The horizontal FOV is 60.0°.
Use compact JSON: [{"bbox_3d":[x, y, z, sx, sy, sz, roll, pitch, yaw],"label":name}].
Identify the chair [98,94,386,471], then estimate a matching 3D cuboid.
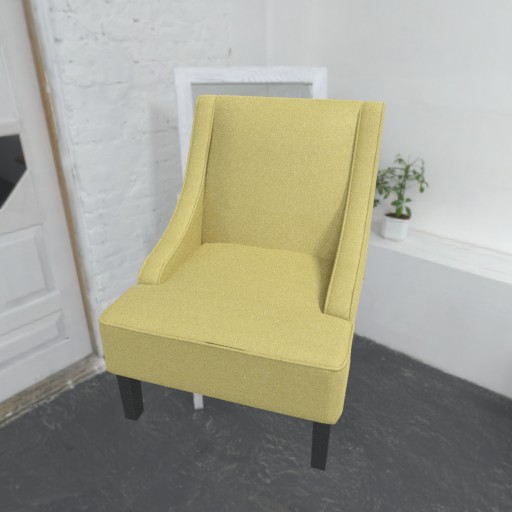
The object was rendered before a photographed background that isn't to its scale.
[{"bbox_3d":[0.000,0.000,1.446,0.696,0.896,0.814,8,27,16],"label":"chair"}]
